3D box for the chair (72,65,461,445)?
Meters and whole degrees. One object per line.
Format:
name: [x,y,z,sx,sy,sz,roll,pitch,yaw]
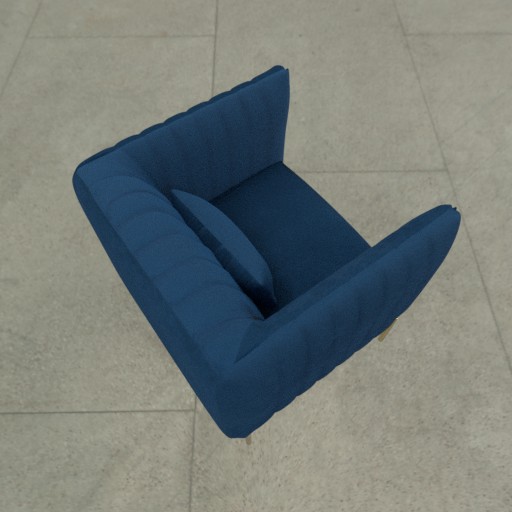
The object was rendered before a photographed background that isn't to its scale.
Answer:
chair: [0.000,0.000,1.629,0.877,0.793,0.947,-32,64,-18]
